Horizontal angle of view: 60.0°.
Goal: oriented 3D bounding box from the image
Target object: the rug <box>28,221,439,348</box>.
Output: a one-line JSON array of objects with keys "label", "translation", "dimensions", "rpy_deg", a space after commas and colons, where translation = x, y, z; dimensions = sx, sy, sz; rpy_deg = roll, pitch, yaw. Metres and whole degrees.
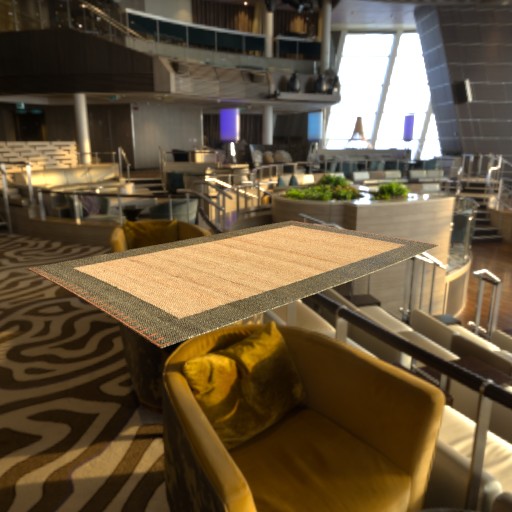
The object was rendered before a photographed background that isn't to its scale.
[{"label": "rug", "translation": [0.000, 0.000, 3.000], "dimensions": [2.435, 0.006, 1.521], "rpy_deg": [-14, 20, -42]}]
